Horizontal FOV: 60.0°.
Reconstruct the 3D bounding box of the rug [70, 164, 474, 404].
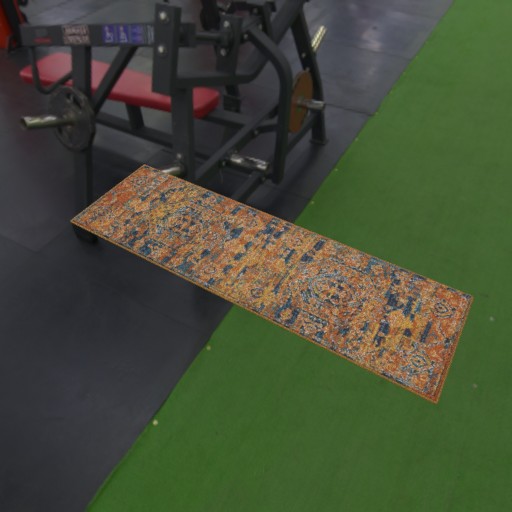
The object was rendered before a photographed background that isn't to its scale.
[{"bbox_3d":[0.000,0.000,2.033,1.820,0.013,0.556,24,52,21],"label":"rug"}]
